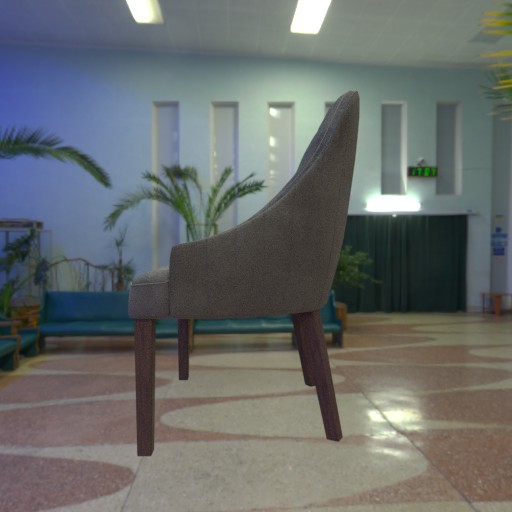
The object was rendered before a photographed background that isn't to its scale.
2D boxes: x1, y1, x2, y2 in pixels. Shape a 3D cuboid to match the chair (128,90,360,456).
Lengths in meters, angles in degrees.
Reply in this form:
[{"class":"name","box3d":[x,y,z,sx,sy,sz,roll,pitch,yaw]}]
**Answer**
[{"class":"chair","box3d":[0.000,0.000,1.290,0.575,0.889,0.643,0,1,-1]}]
